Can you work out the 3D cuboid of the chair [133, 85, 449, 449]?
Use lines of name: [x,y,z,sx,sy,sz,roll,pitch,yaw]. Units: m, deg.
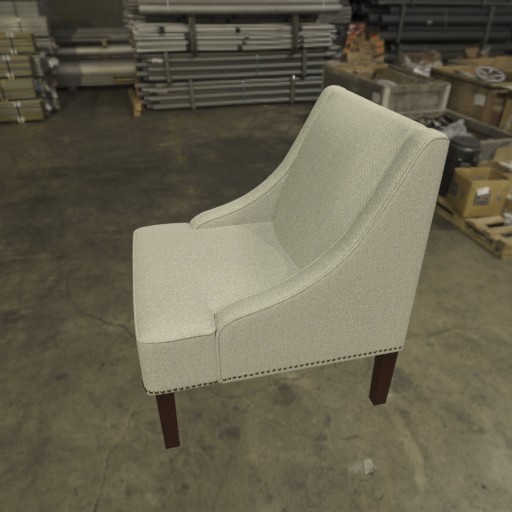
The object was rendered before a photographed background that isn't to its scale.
chair: [0.000,0.000,1.369,0.748,0.872,0.628,-7,32,-12]
